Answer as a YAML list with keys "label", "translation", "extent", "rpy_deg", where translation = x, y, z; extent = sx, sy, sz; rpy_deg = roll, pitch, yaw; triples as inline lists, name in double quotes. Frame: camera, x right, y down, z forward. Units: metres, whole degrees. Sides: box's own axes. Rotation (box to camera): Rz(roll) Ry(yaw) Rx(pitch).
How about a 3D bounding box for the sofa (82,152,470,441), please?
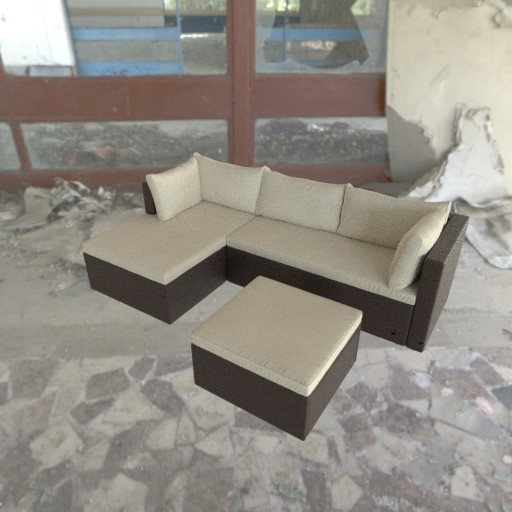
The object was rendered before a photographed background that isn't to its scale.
- label: "sofa"
  translation: [0.000, 0.000, 2.857]
  extent: [2.192, 0.766, 1.612]
  rpy_deg: [18, 35, 28]
